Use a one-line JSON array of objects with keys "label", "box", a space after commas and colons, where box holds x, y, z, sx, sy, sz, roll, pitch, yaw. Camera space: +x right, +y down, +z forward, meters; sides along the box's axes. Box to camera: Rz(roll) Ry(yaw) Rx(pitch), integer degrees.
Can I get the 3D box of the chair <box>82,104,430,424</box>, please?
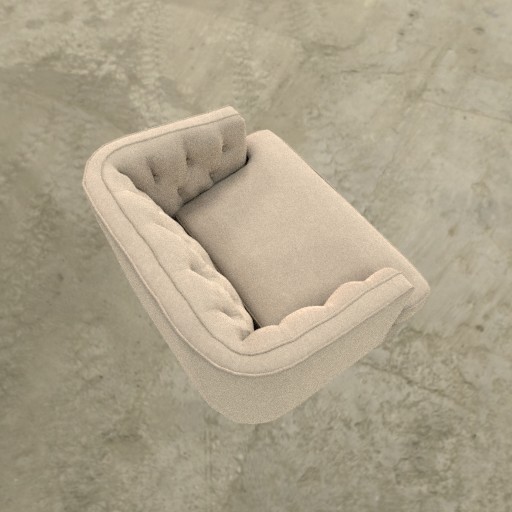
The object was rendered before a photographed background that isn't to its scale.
[{"label": "chair", "box": [0.000, 0.000, 1.805, 0.941, 0.852, 1.104, -32, 64, -17]}]
